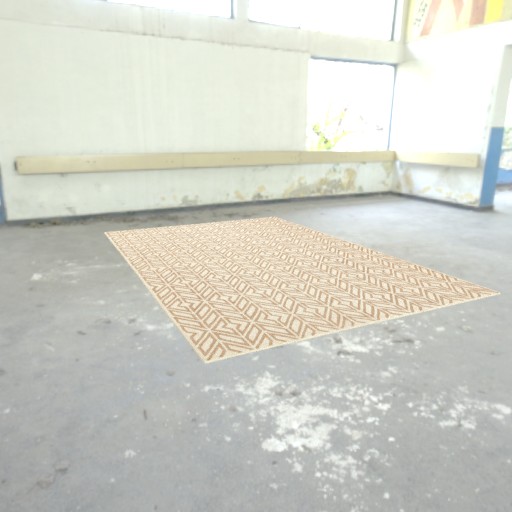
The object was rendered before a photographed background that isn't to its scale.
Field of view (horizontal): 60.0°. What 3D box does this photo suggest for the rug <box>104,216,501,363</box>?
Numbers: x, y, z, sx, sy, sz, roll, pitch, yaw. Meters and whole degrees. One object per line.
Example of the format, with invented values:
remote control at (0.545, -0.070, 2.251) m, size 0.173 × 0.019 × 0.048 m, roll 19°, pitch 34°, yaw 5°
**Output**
rug at (0.000, 0.000, 2.251) m, size 1.220 × 0.007 × 1.828 m, roll -8°, pitch 17°, yaw -25°
